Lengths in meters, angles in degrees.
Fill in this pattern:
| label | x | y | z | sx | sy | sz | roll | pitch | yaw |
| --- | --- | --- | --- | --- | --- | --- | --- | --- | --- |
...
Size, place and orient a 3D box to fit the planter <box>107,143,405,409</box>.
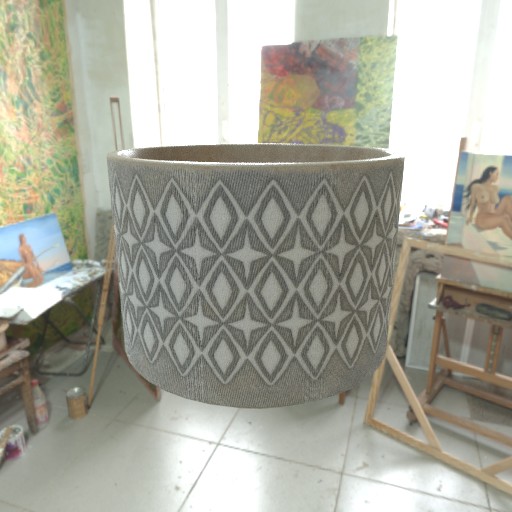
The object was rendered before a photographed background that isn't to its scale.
| label | x | y | z | sx | sy | sz | roll | pitch | yaw |
| --- | --- | --- | --- | --- | --- | --- | --- | --- | --- |
| planter | 0.000 | 0.000 | 0.274 | 0.164 | 0.127 | 0.164 | 0 | 17 | 0 |
